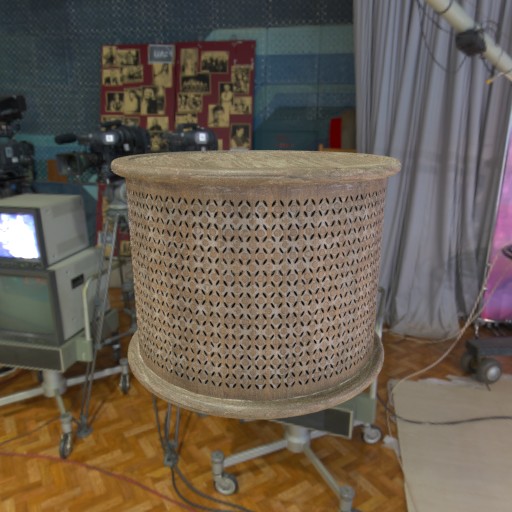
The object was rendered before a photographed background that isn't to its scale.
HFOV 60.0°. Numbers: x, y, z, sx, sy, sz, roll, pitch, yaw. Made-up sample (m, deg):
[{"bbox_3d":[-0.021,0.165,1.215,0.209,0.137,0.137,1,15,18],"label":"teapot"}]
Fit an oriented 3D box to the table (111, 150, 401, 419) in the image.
[{"bbox_3d":[0.000,0.000,1.030,0.607,0.450,0.607,0,16,0],"label":"table"}]
